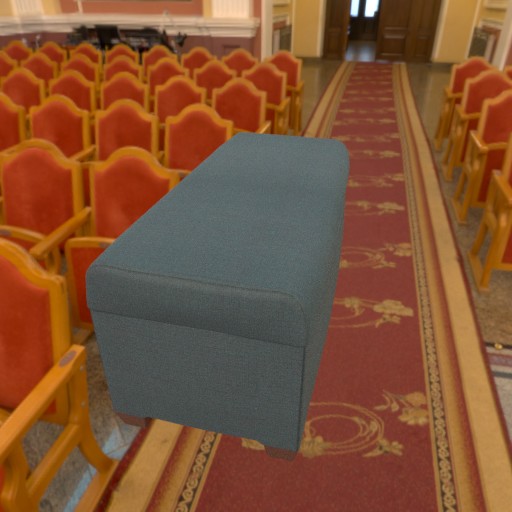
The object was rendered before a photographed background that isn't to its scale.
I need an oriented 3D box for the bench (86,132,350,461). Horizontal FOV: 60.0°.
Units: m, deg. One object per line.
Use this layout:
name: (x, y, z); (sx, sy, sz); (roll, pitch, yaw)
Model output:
bench: (0.000, 0.000, 1.296); (0.476, 0.474, 0.995); (7, 31, 12)
